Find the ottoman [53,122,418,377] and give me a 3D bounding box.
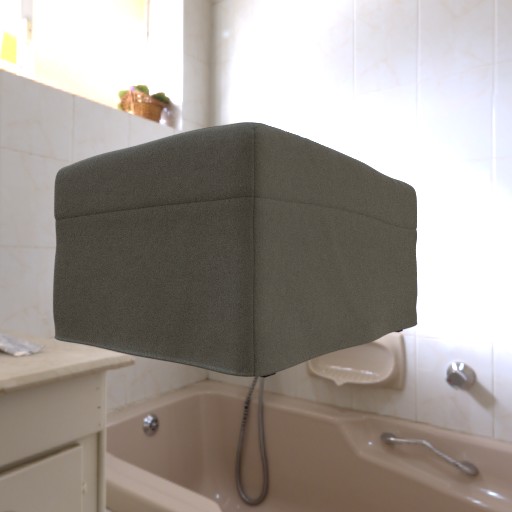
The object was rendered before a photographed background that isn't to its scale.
[{"bbox_3d":[0.000,0.000,1.225,0.648,0.461,0.833,-1,-1,38],"label":"ottoman"}]
